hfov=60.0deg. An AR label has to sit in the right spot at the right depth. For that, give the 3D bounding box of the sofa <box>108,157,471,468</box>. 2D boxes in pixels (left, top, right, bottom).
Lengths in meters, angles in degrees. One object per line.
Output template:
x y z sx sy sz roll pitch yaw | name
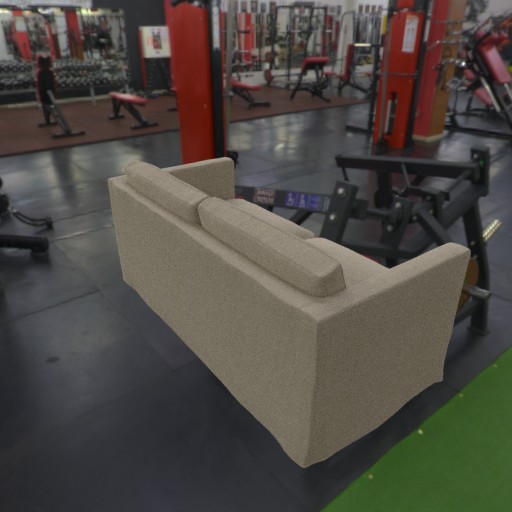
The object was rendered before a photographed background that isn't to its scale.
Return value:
0.000 0.000 2.507 0.956 0.847 1.987 -19 32 -32 | sofa
